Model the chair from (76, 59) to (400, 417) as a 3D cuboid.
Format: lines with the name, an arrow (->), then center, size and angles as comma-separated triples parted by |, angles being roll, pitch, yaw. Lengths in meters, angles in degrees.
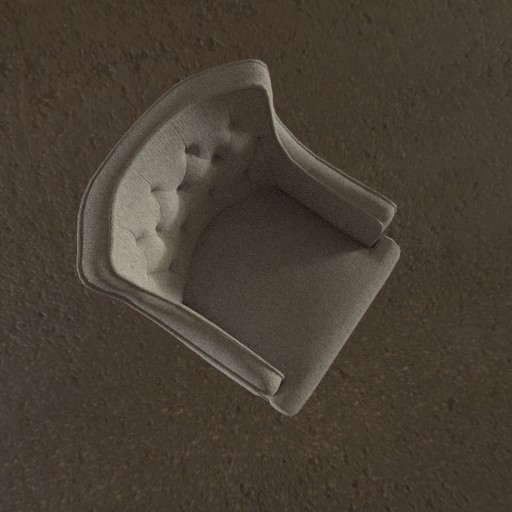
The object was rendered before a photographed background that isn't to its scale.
chair -> 0.000, 0.000, 1.603 | 0.910, 0.920, 0.820 | 35, 78, 8
